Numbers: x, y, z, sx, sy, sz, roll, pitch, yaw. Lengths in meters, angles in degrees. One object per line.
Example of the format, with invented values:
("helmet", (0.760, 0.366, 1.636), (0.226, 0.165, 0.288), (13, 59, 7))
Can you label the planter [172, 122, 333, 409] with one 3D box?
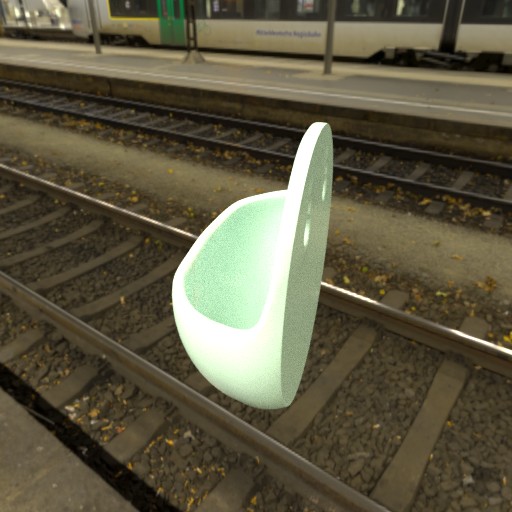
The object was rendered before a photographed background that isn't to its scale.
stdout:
("planter", (0.000, 0.000, 0.279), (0.073, 0.164, 0.189), (8, 30, 13))
